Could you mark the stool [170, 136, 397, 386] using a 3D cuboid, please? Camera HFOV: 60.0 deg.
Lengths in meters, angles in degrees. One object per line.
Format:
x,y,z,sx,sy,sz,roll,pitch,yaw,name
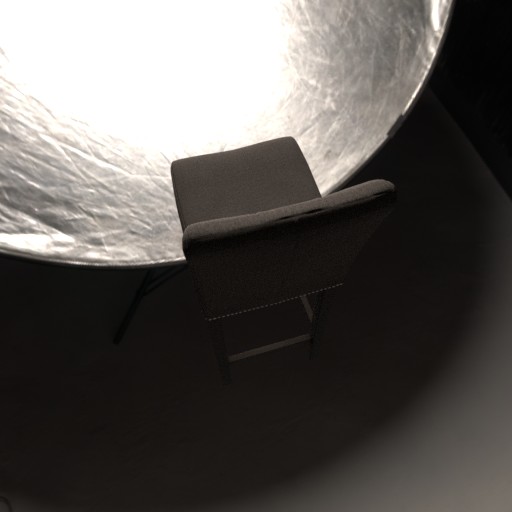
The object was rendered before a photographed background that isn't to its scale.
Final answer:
0.000,0.000,1.347,0.411,1.047,0.548,-14,60,-9,stool
